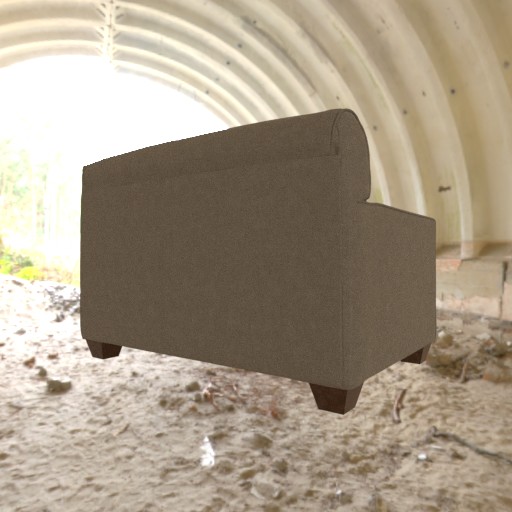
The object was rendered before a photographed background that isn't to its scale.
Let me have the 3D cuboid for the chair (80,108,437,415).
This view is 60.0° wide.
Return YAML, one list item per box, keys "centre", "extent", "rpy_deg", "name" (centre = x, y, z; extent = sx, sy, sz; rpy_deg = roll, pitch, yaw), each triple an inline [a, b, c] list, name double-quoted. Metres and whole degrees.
- centre: [0.000, 0.000, 2.058]
  extent: [1.395, 0.953, 0.992]
  rpy_deg: [0, 0, 36]
  name: "chair"
